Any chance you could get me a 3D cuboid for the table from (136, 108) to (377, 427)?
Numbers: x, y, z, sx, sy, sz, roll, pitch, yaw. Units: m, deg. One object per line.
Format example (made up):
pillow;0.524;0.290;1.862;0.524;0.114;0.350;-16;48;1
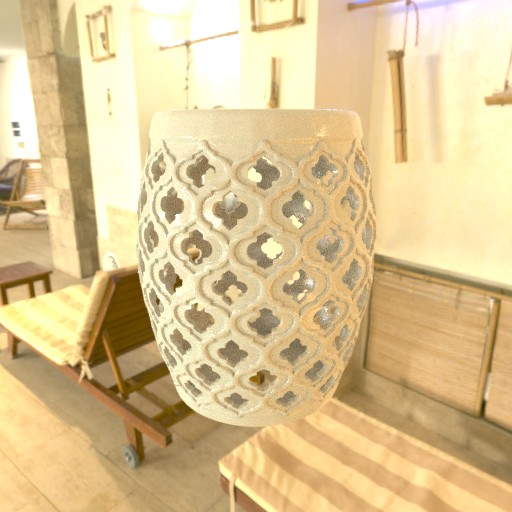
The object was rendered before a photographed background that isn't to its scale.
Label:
table;0.000;0.000;0.626;0.325;0.388;0.325;0;17;0
